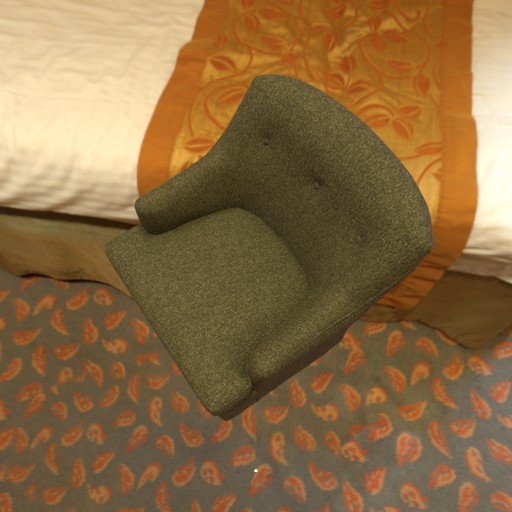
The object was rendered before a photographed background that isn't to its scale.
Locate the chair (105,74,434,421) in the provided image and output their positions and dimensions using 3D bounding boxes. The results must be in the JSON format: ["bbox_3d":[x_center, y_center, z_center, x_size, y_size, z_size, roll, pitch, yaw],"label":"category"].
[{"bbox_3d":[0.000,0.000,1.678,0.923,0.856,0.864,-33,69,-15],"label":"chair"}]
